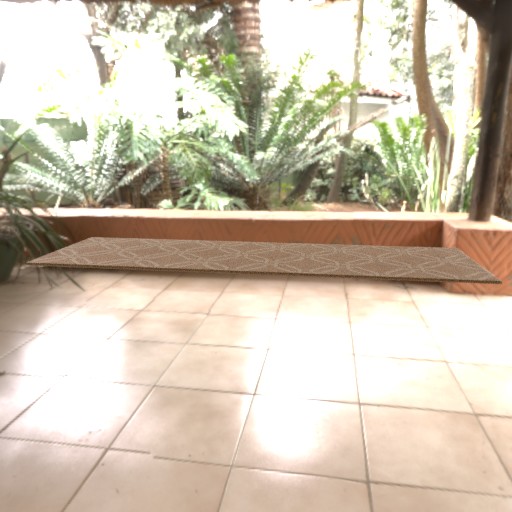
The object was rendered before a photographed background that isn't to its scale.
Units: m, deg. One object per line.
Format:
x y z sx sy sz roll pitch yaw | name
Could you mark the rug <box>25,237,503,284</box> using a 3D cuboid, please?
0.000 0.000 2.414 2.276 0.014 0.678 2 14 8 | rug
